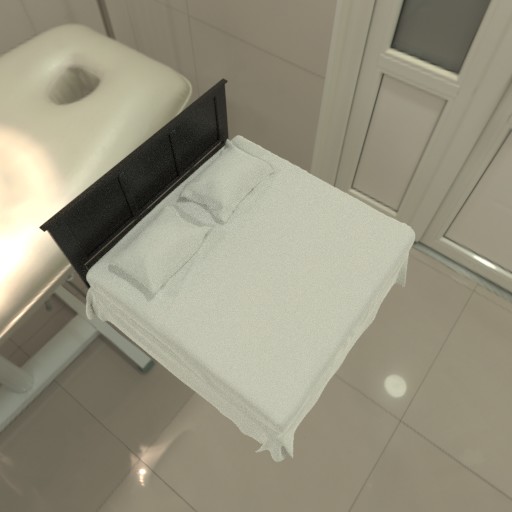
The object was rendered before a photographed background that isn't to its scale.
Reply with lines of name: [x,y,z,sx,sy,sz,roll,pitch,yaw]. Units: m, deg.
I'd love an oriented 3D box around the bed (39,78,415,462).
bed: [0.000,0.000,3.676,2.219,1.271,2.315,33,64,18]
